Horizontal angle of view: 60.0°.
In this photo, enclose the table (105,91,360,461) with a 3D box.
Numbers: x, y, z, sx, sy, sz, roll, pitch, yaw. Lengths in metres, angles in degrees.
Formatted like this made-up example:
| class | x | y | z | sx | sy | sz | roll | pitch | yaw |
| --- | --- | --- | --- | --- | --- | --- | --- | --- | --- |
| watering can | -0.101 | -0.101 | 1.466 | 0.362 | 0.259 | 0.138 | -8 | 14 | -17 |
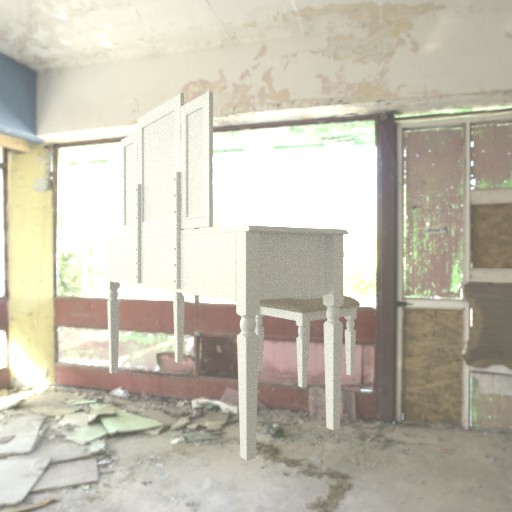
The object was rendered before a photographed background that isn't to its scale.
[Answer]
| class | x | y | z | sx | sy | sz | roll | pitch | yaw |
| --- | --- | --- | --- | --- | --- | --- | --- | --- | --- |
| table | 0.000 | 0.000 | 2.271 | 1.115 | 1.310 | 1.369 | 0 | 1 | -37 |
